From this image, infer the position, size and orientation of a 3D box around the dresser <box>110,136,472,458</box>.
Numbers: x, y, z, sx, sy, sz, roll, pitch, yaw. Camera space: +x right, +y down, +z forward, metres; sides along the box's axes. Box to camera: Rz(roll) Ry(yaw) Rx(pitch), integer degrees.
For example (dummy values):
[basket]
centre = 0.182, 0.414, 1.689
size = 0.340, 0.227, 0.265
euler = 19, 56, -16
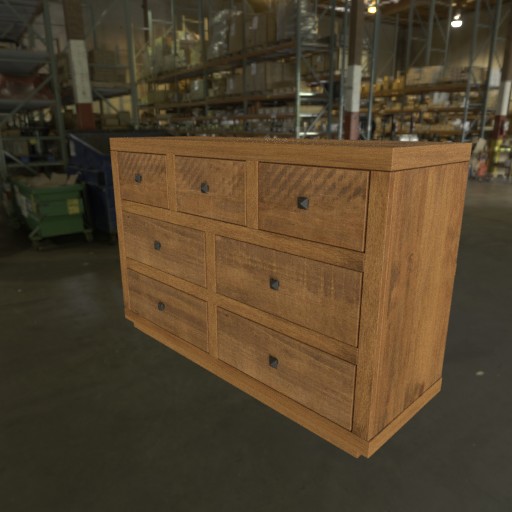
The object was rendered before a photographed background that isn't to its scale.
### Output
[dresser]
centre = 0.000, 0.000, 1.627
size = 0.479, 0.825, 1.261
euler = -16, 22, -43
